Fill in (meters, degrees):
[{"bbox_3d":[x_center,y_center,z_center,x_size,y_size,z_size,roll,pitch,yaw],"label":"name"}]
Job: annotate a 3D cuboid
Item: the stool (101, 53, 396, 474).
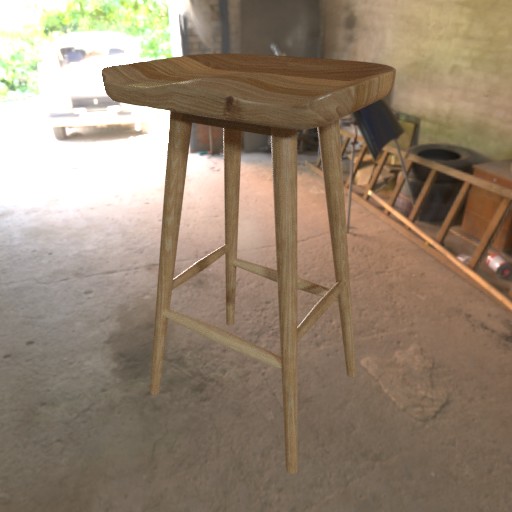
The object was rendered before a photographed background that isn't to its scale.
[{"bbox_3d":[0.000,0.000,0.881,0.407,0.698,0.322,18,34,28],"label":"stool"}]
